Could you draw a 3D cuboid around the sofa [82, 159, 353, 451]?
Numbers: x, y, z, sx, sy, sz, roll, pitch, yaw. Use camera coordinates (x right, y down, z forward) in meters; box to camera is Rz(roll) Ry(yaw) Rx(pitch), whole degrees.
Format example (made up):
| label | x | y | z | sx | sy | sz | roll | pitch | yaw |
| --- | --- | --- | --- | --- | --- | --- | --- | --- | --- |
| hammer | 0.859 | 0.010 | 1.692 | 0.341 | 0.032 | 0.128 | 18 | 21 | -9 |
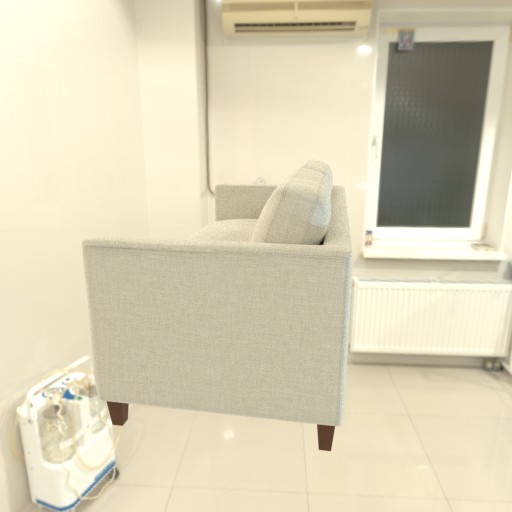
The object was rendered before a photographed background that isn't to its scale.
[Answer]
| label | x | y | z | sx | sy | sz | roll | pitch | yaw |
| --- | --- | --- | --- | --- | --- | --- | --- | --- | --- |
| sofa | 0.000 | 0.000 | 2.383 | 0.950 | 0.963 | 1.838 | 3 | 16 | 10 |
